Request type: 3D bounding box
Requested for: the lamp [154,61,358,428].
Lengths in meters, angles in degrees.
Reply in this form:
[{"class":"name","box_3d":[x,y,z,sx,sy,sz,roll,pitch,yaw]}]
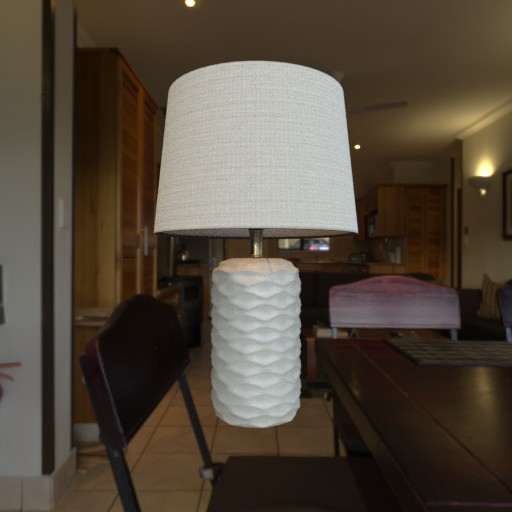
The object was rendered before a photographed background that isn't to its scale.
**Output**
[{"class":"lamp","box_3d":[0.000,0.000,0.836,0.376,0.594,0.376,0,0,0]}]
